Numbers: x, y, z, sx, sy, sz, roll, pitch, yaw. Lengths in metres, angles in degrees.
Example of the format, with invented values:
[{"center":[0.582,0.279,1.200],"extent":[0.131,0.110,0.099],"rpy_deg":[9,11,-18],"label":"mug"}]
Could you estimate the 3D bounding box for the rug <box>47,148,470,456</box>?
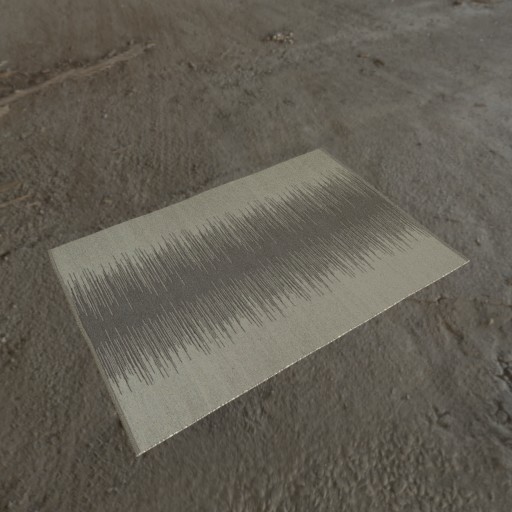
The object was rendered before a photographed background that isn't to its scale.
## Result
[{"center":[0.000,0.000,2.283],"extent":[1.815,0.007,1.226],"rpy_deg":[-25,51,-22],"label":"rug"}]
